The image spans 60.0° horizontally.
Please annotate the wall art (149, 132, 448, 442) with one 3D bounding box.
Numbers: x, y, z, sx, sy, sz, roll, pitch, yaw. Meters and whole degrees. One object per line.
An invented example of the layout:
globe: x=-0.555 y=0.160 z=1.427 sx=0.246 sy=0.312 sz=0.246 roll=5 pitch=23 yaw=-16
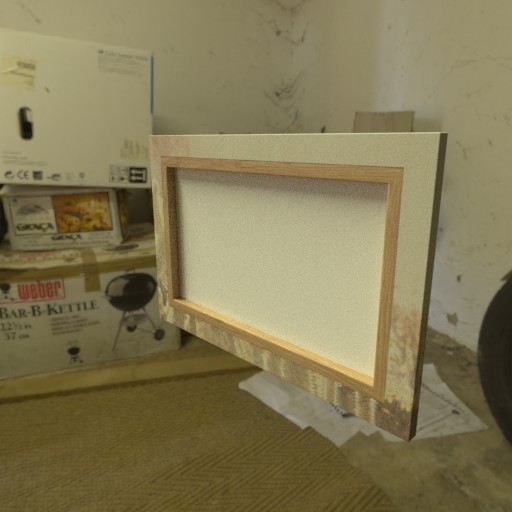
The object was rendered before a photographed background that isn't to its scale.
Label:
wall art: x=0.000 y=0.000 z=1.433 sx=0.041 sy=0.758 sz=1.142 roll=-14 pitch=20 yaw=-43
